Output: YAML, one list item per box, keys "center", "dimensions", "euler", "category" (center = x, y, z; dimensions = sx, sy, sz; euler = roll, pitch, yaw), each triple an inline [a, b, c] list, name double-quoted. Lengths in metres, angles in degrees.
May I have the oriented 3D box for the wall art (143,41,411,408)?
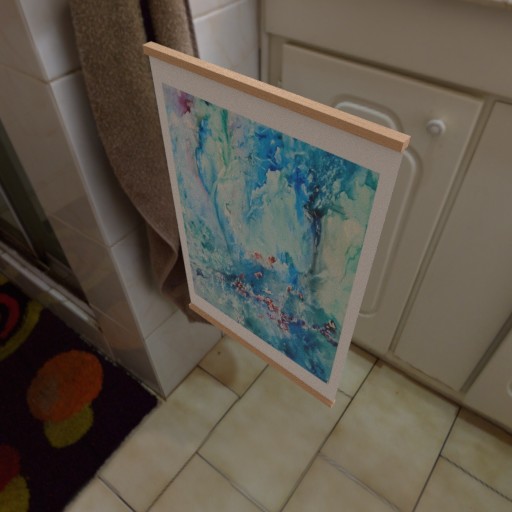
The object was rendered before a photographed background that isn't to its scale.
- center: [0.000, 0.000, 0.638]
  dimensions: [0.335, 0.510, 0.013]
  euler: [30, 53, 26]
  category: "wall art"
